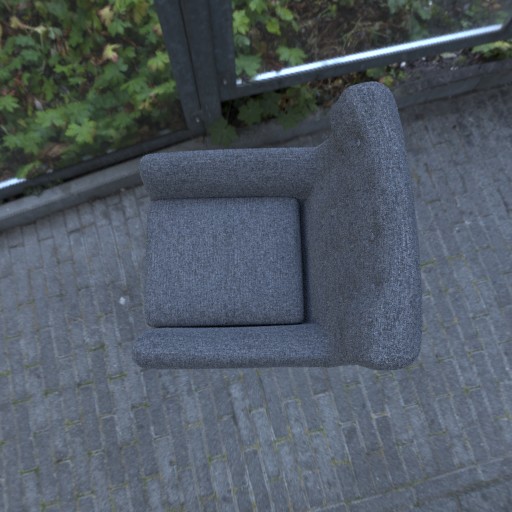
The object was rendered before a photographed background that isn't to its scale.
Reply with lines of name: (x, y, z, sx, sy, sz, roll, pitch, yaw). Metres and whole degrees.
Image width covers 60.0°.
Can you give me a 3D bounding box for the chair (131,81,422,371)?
chair: (0.000, 0.000, 1.764, 0.940, 1.039, 0.889, -1, 76, 0)
